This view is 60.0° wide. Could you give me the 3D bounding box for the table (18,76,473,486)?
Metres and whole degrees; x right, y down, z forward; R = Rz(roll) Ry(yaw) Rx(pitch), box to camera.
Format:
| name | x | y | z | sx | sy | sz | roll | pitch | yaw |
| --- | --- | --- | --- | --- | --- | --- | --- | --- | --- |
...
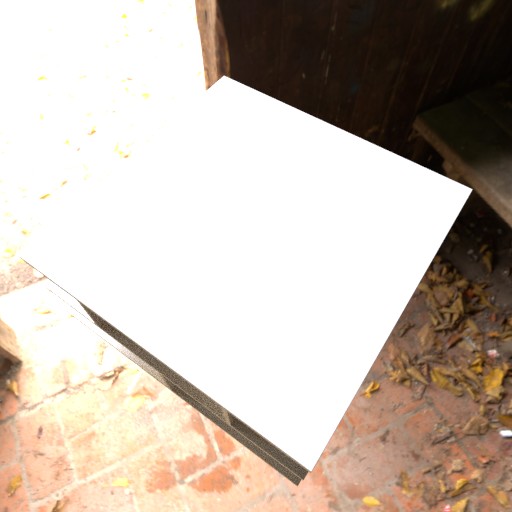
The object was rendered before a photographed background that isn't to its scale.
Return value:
| name | x | y | z | sx | sy | sz | roll | pitch | yaw |
| --- | --- | --- | --- | --- | --- | --- | --- | --- | --- |
| table | 0.000 | 0.000 | 1.074 | 0.700 | 0.289 | 0.700 | 31 | 63 | 17 |
